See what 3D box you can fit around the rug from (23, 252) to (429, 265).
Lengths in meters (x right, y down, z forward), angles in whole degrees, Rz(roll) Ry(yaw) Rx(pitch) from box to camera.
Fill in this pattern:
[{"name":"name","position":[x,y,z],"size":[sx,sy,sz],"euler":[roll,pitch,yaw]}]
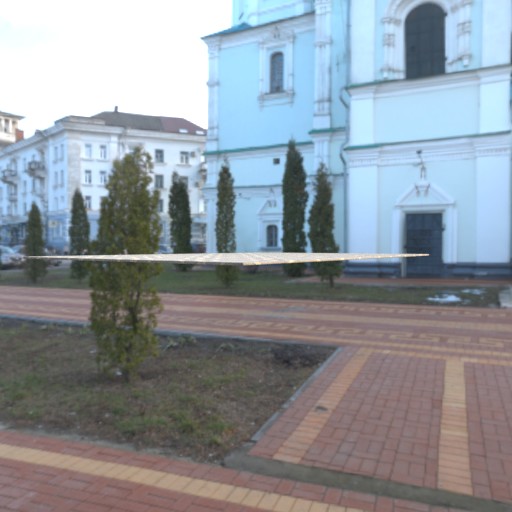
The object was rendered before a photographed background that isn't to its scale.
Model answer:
[{"name":"rug","position":[0.000,0.000,2.680],"size":[1.451,0.010,2.080],"euler":[1,1,37]}]
